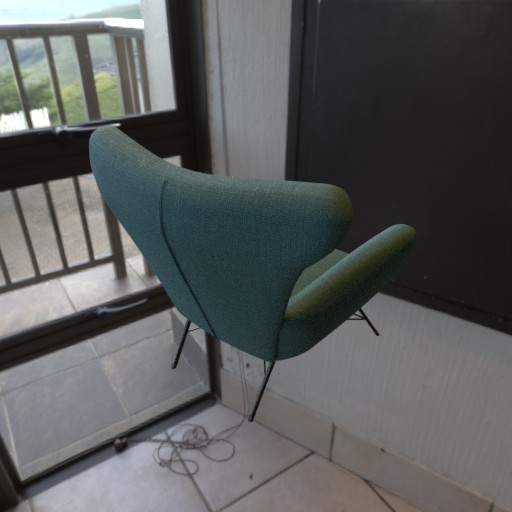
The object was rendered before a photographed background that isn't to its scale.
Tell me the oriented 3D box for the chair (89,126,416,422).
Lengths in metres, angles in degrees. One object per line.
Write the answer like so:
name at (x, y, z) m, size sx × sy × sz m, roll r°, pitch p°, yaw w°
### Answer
chair at (0.000, 0.000, 1.751) m, size 1.050 × 0.980 × 0.900 m, roll 22°, pitch 37°, yaw 32°
